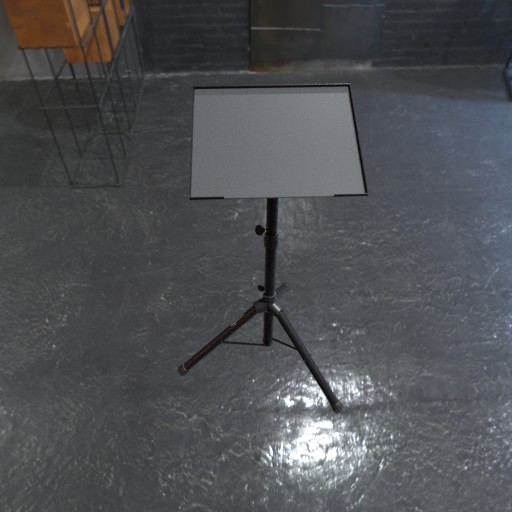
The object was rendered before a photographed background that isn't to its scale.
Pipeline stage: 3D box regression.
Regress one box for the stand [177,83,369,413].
[{"bbox_3d":[0.000,0.000,1.640,0.702,1.198,0.702,-1,46,-1],"label":"stand"}]
